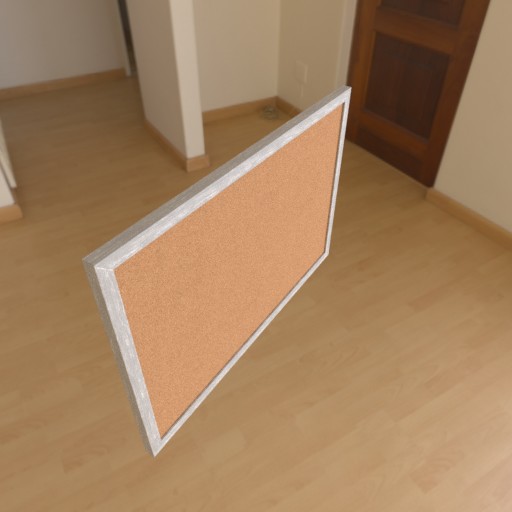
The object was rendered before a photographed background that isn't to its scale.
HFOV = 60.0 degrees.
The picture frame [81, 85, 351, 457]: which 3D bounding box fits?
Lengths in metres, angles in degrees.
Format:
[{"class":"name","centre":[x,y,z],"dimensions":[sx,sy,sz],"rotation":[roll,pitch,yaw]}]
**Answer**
[{"class":"picture frame","centre":[0.000,0.000,1.208],"dimensions":[0.029,0.640,0.950],"rotation":[24,46,25]}]
